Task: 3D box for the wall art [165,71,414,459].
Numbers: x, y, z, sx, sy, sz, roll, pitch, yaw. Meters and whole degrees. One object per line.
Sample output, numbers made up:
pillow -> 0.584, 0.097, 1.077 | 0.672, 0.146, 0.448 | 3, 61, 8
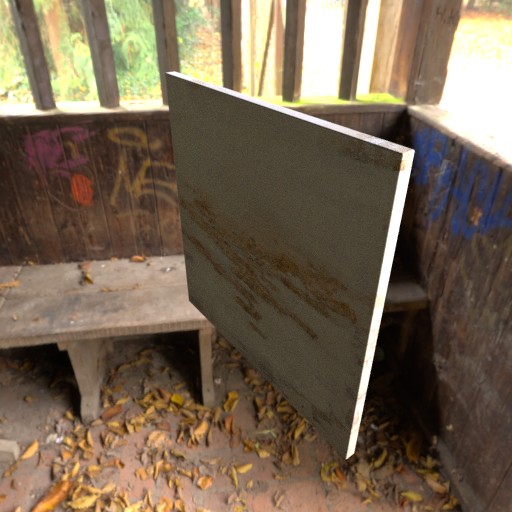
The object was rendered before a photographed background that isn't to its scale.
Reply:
wall art -> 0.000, 0.000, 1.497 | 0.040, 1.018, 1.015 | -22, 39, -30
